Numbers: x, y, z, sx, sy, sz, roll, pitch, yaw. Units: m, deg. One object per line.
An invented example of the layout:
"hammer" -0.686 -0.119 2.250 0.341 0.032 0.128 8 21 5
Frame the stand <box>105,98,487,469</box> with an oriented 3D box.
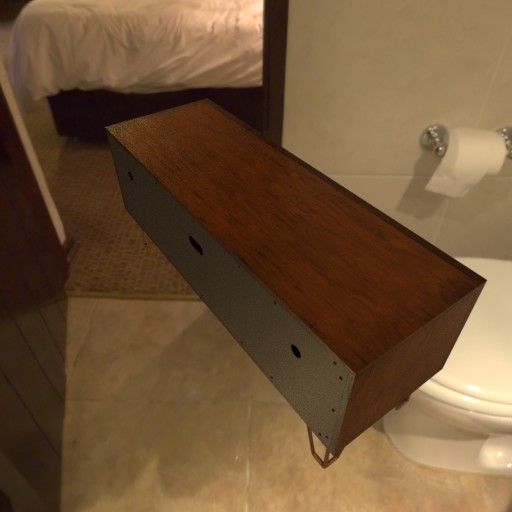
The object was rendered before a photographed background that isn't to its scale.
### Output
"stand" 0.000 0.000 1.643 0.481 0.610 1.372 -26 49 -26
